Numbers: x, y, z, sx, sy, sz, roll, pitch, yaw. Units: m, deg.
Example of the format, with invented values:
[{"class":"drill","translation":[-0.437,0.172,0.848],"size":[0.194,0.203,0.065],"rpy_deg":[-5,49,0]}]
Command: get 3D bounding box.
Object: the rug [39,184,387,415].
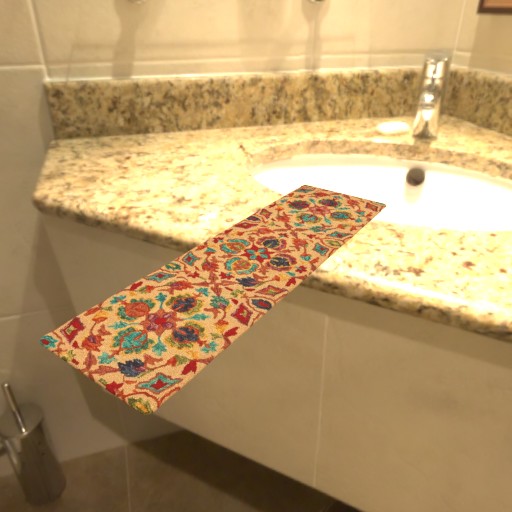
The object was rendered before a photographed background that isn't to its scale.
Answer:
[{"class":"rug","translation":[0.000,0.000,2.523],"size":[0.693,0.016,2.273],"rpy_deg":[20,35,30]}]
